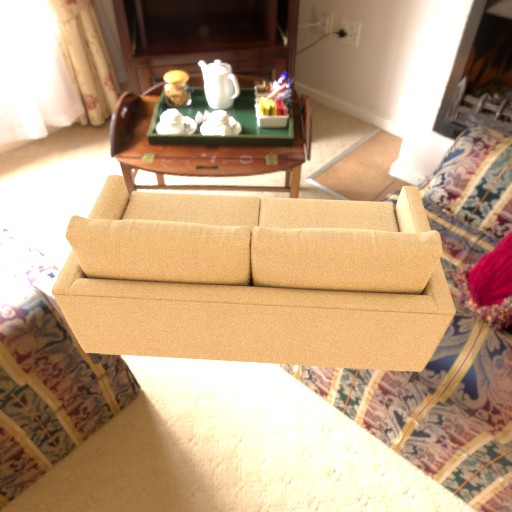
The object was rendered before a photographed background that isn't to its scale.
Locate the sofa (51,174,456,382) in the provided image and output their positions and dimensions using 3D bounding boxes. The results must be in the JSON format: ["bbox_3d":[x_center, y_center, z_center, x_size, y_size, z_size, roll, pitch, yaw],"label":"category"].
[{"bbox_3d":[0.000,0.000,2.164,1.651,0.812,0.839,3,46,3],"label":"sofa"}]
